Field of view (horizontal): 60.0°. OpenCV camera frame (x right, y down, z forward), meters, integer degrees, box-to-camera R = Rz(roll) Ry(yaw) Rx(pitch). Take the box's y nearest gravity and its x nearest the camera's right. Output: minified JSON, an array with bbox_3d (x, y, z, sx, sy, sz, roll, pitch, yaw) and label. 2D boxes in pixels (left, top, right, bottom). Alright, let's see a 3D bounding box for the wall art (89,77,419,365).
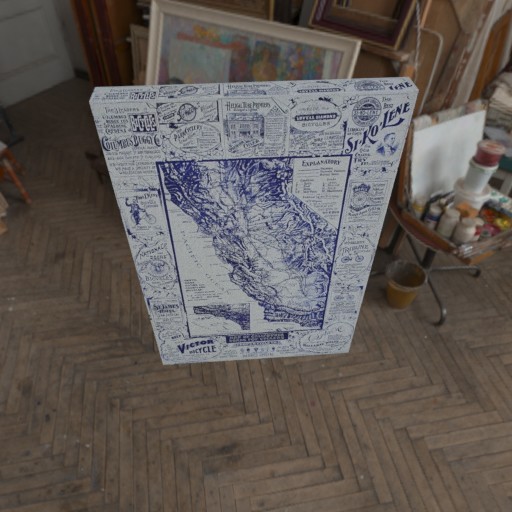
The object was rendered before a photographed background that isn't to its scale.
[{"bbox_3d":[0.000,0.000,0.483,0.255,0.376,0.025,-3,45,-3],"label":"wall art"}]
